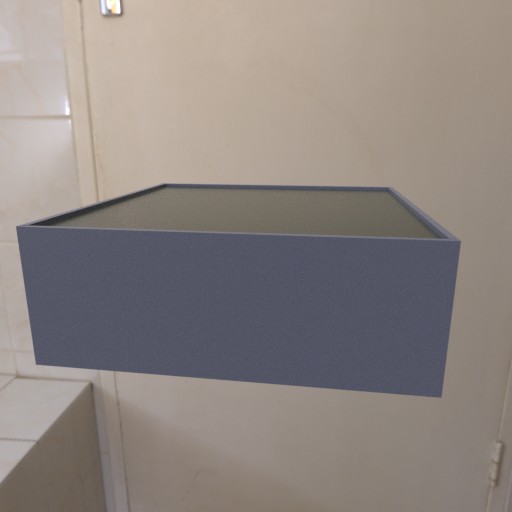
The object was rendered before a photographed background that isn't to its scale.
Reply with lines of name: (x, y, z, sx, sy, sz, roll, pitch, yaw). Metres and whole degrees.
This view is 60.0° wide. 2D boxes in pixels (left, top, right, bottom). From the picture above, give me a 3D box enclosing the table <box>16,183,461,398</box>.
table: (0.000, 0.000, 1.205, 0.801, 0.299, 0.801, 2, 15, 8)
